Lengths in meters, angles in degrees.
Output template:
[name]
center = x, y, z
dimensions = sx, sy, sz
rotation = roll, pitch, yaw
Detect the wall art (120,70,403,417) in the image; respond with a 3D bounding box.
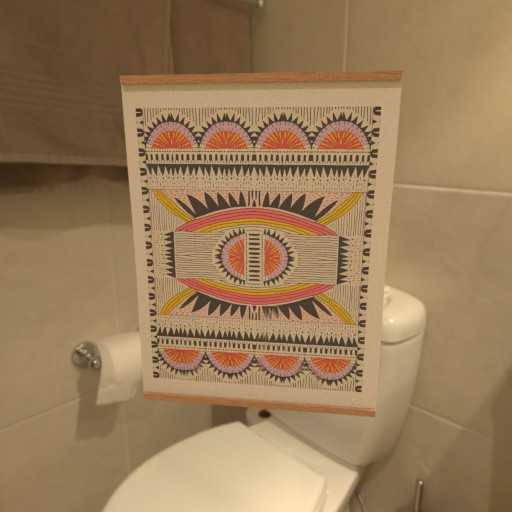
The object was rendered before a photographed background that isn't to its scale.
[wall art]
center = 0.000, 0.000, 1.325
dimensions = 0.765, 1.016, 0.028
rotation = 2, 15, 7
